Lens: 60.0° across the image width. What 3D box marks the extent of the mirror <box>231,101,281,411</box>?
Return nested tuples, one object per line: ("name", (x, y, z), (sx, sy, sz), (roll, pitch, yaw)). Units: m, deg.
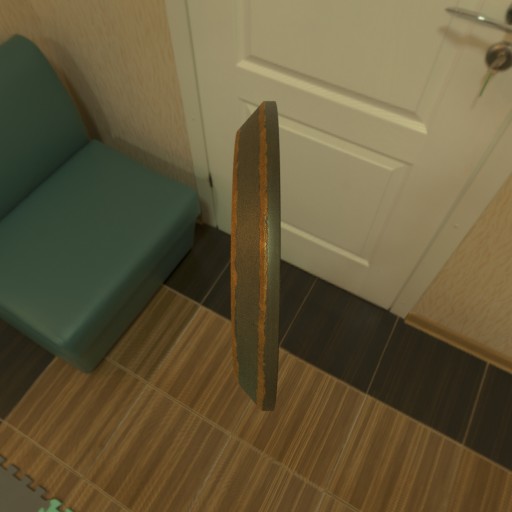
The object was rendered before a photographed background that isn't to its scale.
("mirror", (0.000, 0.000, 1.374), (0.111, 0.907, 0.907), (0, 59, 0))
